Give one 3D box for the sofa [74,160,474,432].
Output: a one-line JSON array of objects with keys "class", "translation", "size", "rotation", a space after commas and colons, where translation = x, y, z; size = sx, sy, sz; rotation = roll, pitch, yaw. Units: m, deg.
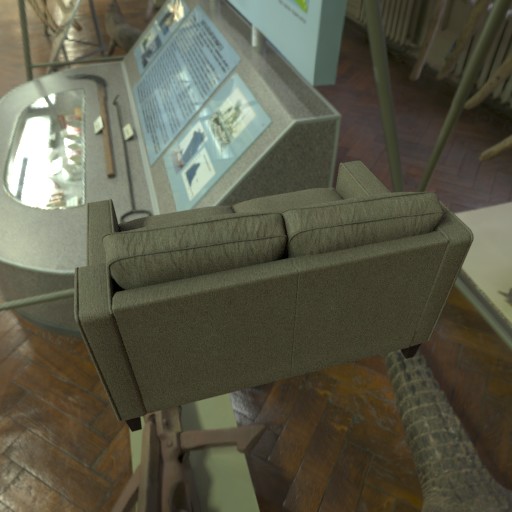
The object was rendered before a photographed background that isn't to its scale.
[{"class": "sofa", "translation": [0.000, 0.000, 2.145], "size": [1.503, 0.981, 0.985], "rotation": [-11, 43, -12]}]
